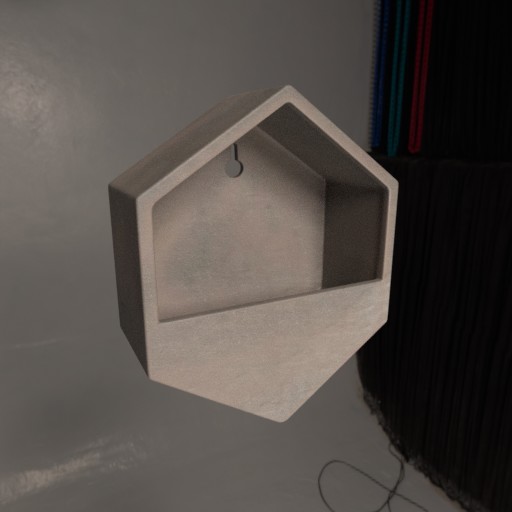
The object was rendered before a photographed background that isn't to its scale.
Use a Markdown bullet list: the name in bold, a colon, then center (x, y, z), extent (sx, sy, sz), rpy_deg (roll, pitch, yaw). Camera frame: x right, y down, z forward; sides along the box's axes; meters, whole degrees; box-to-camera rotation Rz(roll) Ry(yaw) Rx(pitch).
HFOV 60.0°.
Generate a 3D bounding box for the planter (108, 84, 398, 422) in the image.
- **planter**: center (0.000, 0.000, 0.294), extent (0.169, 0.206, 0.077), rpy_deg (-8, 17, -27)
